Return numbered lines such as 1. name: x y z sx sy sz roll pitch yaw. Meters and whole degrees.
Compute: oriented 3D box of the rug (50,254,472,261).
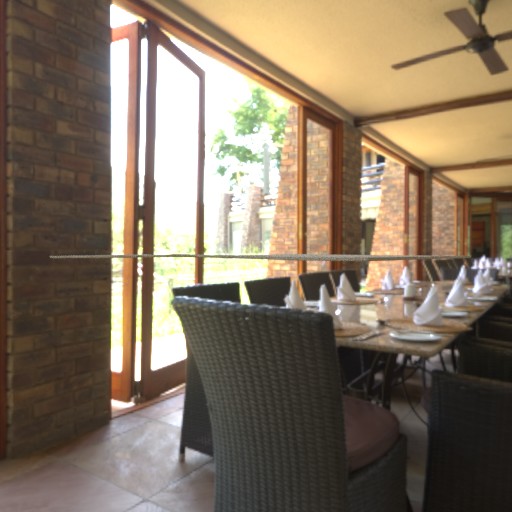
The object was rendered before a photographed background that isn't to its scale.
1. rug: 0.000 0.000 3.670 2.869 0.038 2.032 0 0 38
